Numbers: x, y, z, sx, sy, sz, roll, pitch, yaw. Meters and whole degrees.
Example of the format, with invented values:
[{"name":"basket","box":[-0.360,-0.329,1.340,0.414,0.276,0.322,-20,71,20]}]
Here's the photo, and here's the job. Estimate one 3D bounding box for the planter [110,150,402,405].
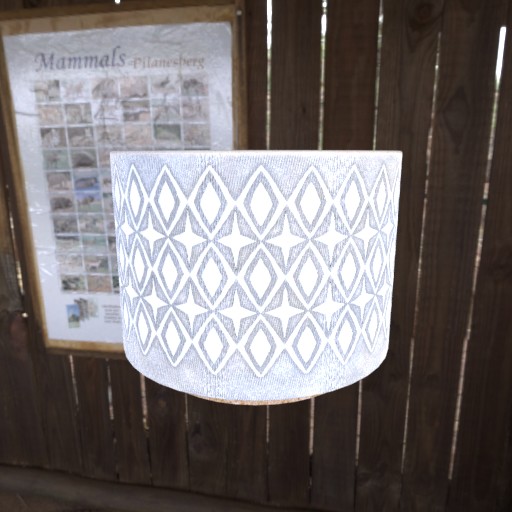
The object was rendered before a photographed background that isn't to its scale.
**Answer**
[{"name":"planter","box":[0.000,0.000,0.275,0.164,0.127,0.164,0,13,0]}]
